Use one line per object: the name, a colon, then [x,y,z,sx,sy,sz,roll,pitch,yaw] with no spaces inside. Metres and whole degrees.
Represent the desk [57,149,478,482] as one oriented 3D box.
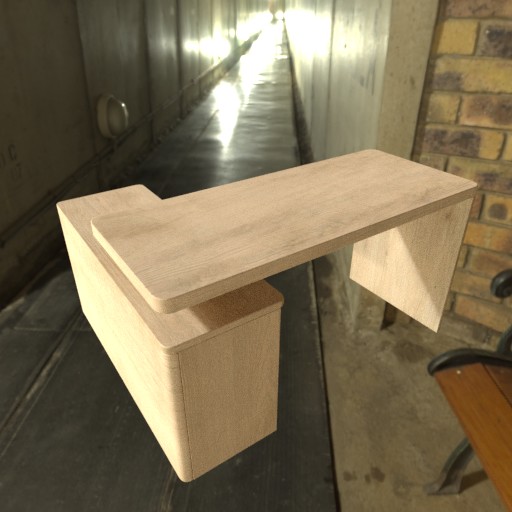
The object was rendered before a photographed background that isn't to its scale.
desk: [0.000,0.000,2.046,1.400,0.770,1.175,-19,36,-29]
